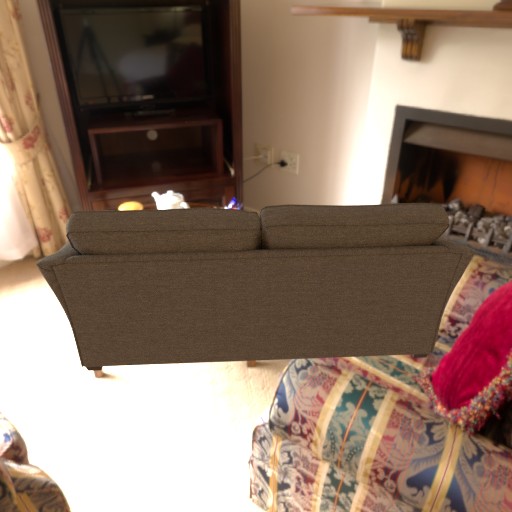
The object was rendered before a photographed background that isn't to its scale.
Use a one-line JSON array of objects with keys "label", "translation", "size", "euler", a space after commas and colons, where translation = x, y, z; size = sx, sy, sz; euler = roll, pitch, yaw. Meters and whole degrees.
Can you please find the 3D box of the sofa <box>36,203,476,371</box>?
[{"label": "sofa", "translation": [0.000, 0.000, 2.782], "size": [2.270, 0.950, 0.971], "euler": [-2, 31, -3]}]
